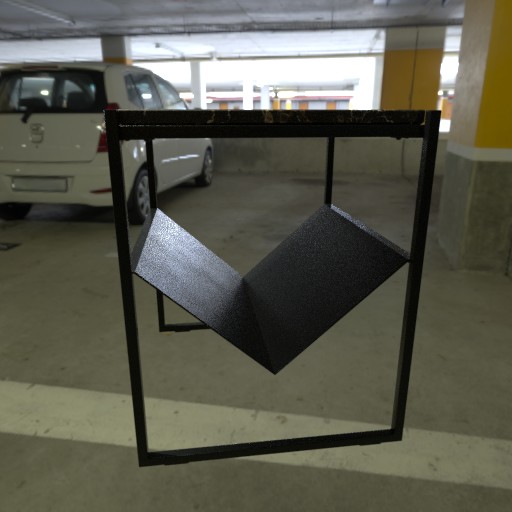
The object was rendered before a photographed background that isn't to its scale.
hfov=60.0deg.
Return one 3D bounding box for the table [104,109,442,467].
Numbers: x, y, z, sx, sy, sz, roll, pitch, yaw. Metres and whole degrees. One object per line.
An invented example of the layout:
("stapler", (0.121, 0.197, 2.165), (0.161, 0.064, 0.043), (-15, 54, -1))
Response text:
("table", (0.000, 0.000, 0.858), (0.432, 0.534, 0.469), (-2, 18, -7))
